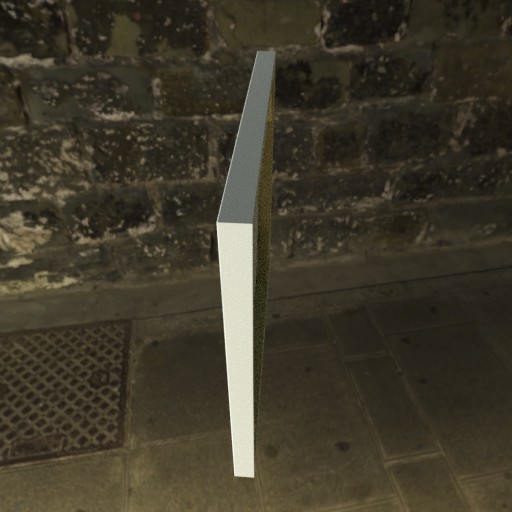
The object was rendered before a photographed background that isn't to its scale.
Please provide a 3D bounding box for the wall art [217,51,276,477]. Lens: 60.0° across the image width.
[{"bbox_3d":[0.000,0.000,0.895,0.038,0.610,0.610,3,41,3],"label":"wall art"}]
